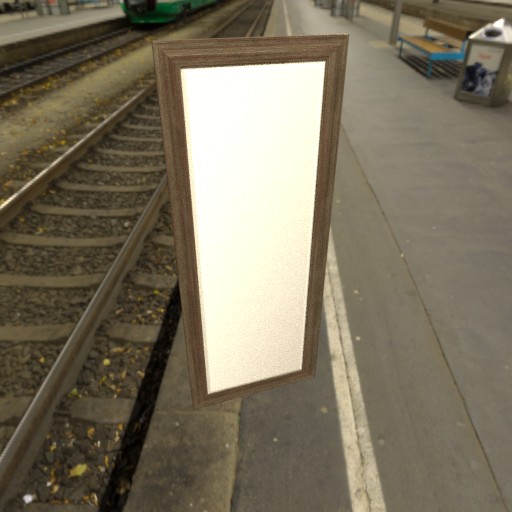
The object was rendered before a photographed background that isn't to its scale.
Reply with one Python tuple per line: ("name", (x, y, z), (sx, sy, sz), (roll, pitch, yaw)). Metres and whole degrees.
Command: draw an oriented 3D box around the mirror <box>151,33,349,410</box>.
("mirror", (0.000, 0.000, 2.285), (0.812, 2.032, 0.025), (-10, 33, -16))
